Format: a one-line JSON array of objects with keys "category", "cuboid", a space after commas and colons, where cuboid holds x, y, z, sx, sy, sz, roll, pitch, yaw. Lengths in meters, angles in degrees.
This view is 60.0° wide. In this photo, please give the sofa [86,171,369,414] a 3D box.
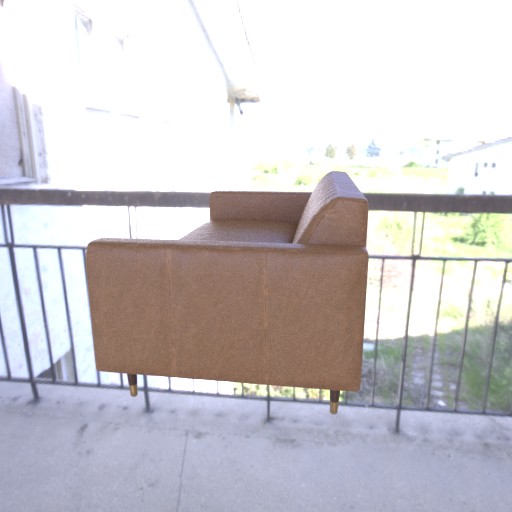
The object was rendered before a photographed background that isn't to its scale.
[{"category": "sofa", "cuboid": [0.000, 0.000, 2.372, 0.993, 0.821, 1.847, 2, 14, 8]}]
